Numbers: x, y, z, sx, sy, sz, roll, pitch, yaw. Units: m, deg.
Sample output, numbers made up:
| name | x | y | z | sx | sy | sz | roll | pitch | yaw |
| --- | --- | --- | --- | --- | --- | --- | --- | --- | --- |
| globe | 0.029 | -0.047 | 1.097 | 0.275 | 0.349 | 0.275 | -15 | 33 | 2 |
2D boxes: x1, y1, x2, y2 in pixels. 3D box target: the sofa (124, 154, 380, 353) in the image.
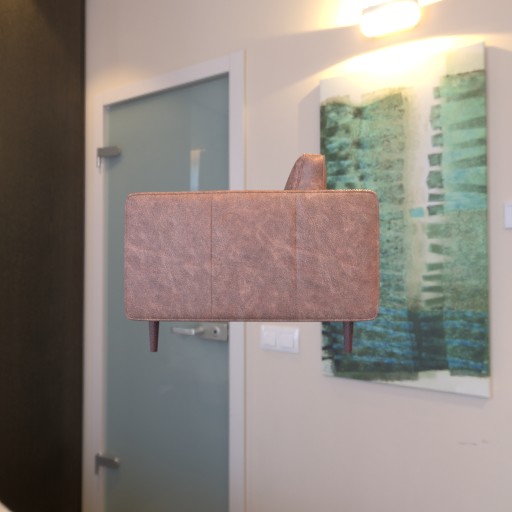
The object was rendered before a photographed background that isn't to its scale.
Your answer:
| name | x | y | z | sx | sy | sz | roll | pitch | yaw |
| --- | --- | --- | --- | --- | --- | --- | --- | --- | --- |
| sofa | 0.000 | 0.000 | 2.622 | 0.914 | 0.762 | 2.210 | 0 | -1 | 1 |
